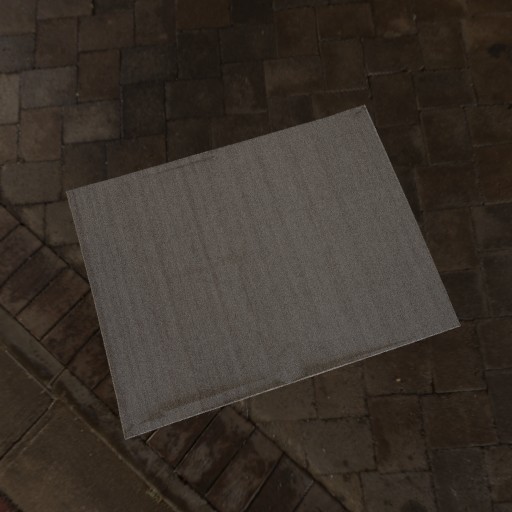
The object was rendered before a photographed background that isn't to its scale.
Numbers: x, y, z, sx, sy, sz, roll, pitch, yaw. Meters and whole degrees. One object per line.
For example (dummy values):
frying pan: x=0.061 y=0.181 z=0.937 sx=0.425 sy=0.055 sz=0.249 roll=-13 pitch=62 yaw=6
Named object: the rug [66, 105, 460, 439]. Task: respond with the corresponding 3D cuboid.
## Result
rug: x=0.000 y=0.000 z=5.014 sx=3.778 sy=0.053 sz=2.873 roll=-17 pitch=76 yaw=-4
